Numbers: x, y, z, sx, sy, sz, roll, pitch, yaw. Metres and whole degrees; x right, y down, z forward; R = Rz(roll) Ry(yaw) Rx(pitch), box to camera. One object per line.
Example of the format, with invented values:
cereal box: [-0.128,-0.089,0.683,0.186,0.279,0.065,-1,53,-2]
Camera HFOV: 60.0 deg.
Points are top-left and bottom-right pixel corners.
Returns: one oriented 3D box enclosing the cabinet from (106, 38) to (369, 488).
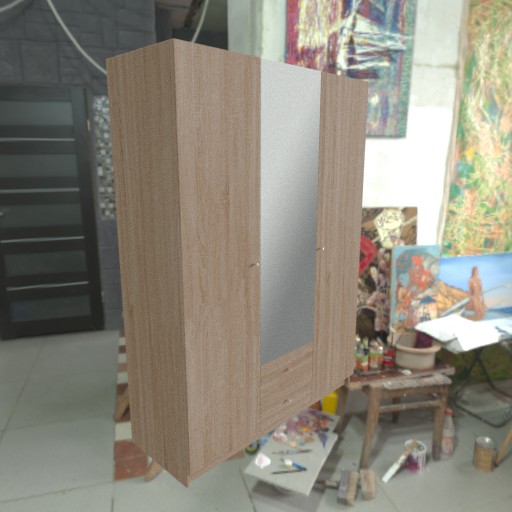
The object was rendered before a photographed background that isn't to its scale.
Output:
cabinet: [0.000,0.000,2.720,0.590,2.120,1.500,12,18,43]
